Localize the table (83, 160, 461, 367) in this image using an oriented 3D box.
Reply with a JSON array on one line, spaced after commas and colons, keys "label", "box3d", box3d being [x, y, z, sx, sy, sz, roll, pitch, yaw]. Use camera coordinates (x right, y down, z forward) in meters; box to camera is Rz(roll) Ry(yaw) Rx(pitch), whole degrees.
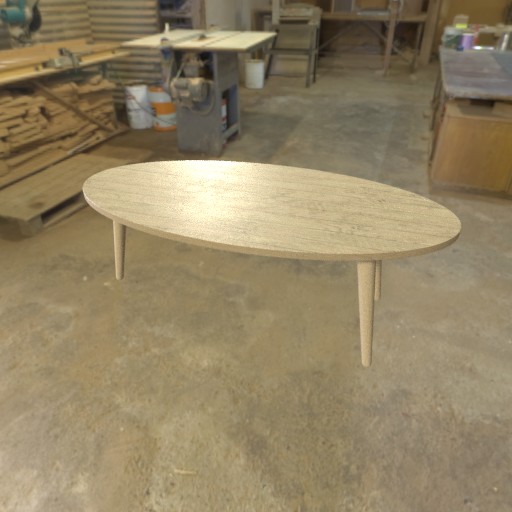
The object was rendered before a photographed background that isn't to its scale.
[{"label": "table", "box3d": [0.000, 0.000, 1.356, 1.083, 0.390, 0.542, 10, 33, 15]}]
